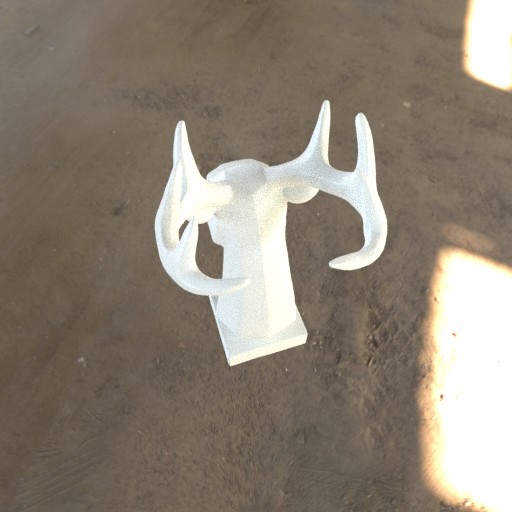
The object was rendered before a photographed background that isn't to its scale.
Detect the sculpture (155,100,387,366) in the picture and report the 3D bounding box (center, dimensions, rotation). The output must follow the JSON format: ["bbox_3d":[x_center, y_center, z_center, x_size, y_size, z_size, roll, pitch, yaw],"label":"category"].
[{"bbox_3d":[0.000,0.000,0.451,0.174,0.329,0.224,-15,59,-9],"label":"sculpture"}]
